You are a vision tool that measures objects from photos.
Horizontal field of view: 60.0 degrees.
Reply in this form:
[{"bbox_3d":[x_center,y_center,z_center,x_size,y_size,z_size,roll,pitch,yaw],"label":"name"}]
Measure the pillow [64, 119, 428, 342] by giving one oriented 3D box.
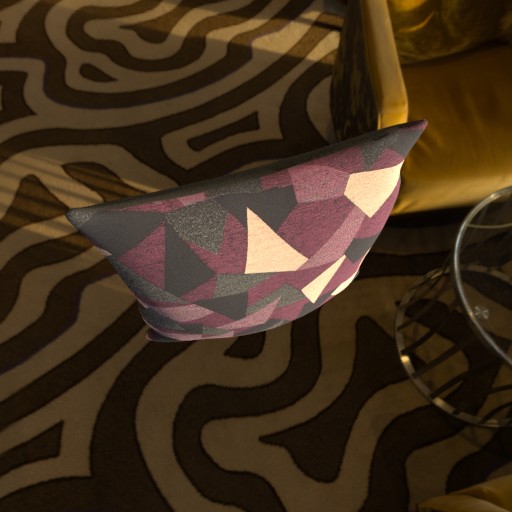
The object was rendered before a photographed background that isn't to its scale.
[{"bbox_3d":[0.000,0.000,0.778,0.503,0.496,0.208,-17,65,-8],"label":"pillow"}]
